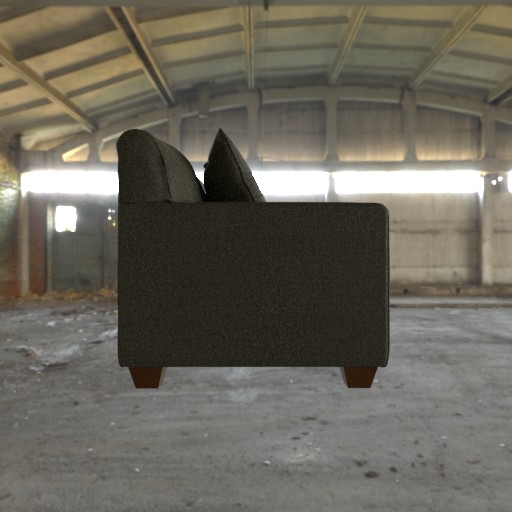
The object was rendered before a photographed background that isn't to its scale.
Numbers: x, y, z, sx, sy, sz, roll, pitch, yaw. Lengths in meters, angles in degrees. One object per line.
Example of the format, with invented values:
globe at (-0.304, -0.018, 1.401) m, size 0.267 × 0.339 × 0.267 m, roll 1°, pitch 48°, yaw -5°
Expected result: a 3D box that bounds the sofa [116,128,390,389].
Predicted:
sofa at (0.000, 0.000, 2.536) m, size 0.997 × 0.958 × 2.024 m, roll 0°, pitch -1°, yaw 0°
